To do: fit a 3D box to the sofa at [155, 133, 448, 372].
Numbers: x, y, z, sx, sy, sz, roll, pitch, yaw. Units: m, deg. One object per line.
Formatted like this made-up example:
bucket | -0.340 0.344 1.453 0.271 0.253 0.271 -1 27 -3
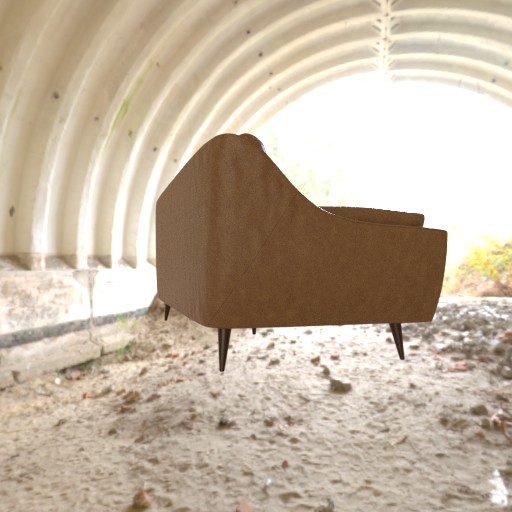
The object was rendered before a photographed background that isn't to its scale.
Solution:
sofa | 0.000 0.000 2.379 0.904 0.839 1.902 0 -1 -19
